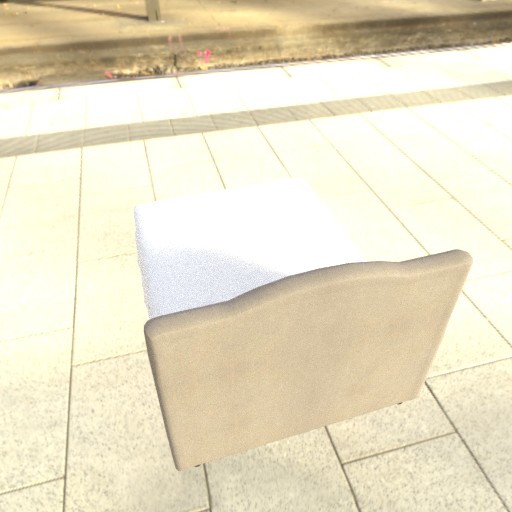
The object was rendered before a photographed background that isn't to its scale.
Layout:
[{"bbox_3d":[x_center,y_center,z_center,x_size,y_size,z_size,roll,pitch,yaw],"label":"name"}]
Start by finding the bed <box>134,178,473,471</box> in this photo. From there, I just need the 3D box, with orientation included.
[{"bbox_3d":[0.000,0.000,3.248,1.744,1.441,2.128,-12,42,-13],"label":"bed"}]
